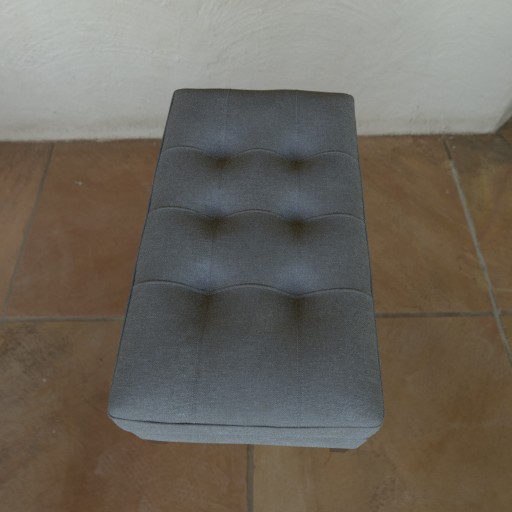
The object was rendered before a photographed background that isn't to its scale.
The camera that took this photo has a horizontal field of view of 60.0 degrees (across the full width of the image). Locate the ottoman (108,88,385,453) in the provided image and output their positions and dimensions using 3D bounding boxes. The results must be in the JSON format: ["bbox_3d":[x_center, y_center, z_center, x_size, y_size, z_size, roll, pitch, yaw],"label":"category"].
[{"bbox_3d":[0.000,0.000,1.433,0.648,0.514,1.143,2,59,1],"label":"ottoman"}]
